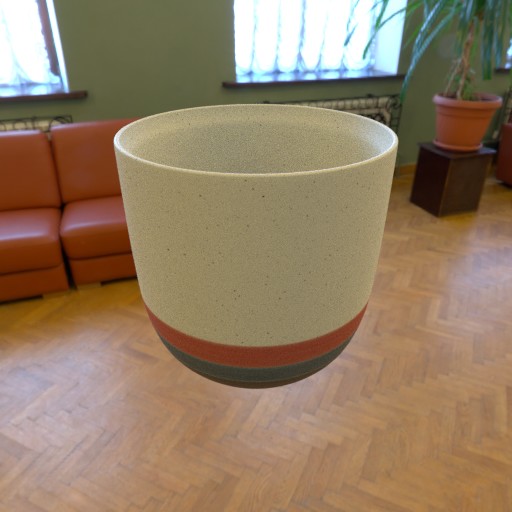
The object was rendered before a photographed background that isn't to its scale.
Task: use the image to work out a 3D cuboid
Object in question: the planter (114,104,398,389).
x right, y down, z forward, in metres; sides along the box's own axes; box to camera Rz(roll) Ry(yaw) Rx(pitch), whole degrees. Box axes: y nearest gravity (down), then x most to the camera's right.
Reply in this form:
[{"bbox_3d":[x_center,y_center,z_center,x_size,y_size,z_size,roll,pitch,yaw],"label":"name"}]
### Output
[{"bbox_3d":[0.000,0.000,0.381,0.204,0.214,0.204,0,29,0],"label":"planter"}]
